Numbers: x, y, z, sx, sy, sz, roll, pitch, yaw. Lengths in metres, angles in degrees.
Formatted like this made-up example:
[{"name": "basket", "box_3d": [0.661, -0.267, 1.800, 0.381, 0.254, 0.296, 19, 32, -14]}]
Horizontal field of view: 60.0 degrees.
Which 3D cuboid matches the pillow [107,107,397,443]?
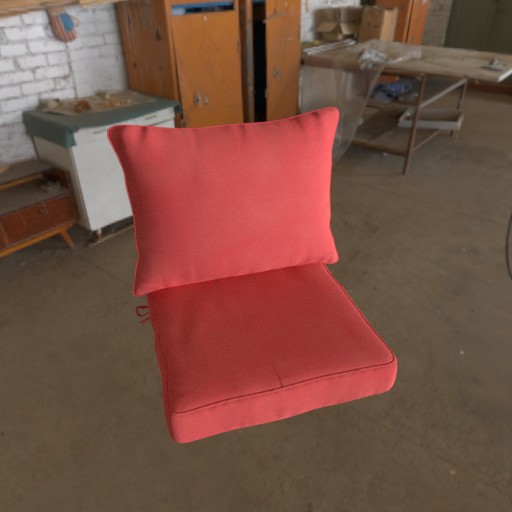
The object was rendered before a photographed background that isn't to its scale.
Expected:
[{"name": "pillow", "box_3d": [0.000, 0.000, 1.386, 0.798, 0.725, 0.733, -9, 34, -14]}]
